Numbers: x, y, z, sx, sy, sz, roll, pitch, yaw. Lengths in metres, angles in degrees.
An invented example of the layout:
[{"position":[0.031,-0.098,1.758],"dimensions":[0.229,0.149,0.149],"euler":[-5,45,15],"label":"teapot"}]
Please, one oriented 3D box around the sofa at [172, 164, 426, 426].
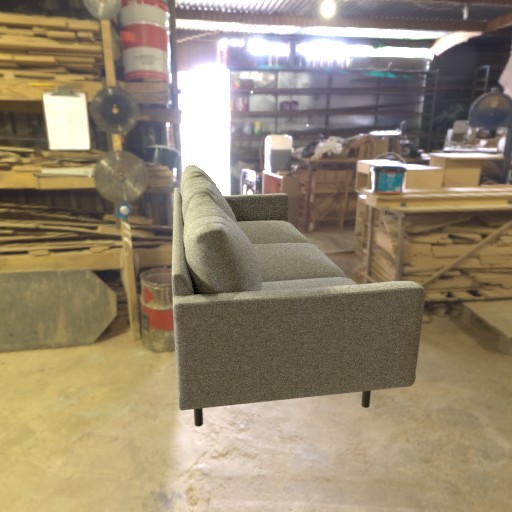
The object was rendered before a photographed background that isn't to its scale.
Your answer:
[{"position":[0.000,0.000,2.383],"dimensions":[0.850,0.830,2.000],"euler":[-3,17,-9],"label":"sofa"}]
